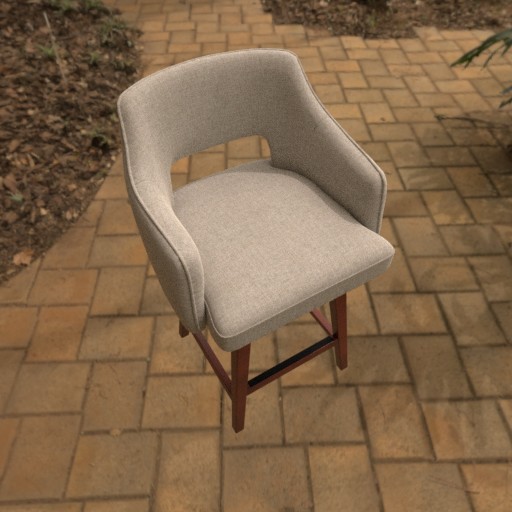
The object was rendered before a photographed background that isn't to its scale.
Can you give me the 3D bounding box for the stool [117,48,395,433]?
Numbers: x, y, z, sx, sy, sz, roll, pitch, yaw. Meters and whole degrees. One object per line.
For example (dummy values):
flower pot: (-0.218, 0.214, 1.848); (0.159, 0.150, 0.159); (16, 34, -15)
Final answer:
stool: (0.000, 0.000, 1.275); (0.599, 0.944, 0.558); (-24, 52, -20)
